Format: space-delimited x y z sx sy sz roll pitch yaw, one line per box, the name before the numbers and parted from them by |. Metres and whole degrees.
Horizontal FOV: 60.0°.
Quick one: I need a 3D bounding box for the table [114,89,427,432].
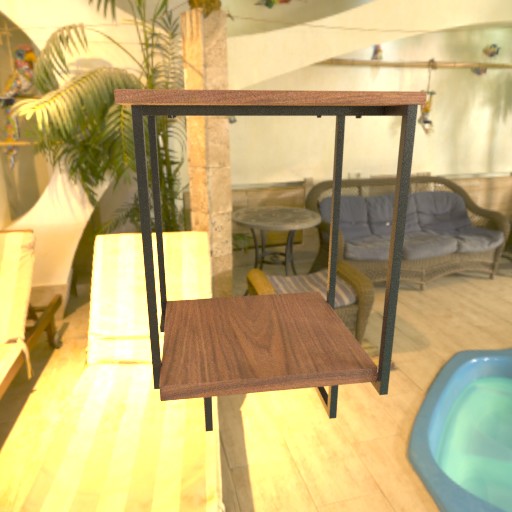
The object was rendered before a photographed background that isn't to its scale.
table | 0.000 0.000 0.836 0.411 0.567 0.384 -3 18 -8
